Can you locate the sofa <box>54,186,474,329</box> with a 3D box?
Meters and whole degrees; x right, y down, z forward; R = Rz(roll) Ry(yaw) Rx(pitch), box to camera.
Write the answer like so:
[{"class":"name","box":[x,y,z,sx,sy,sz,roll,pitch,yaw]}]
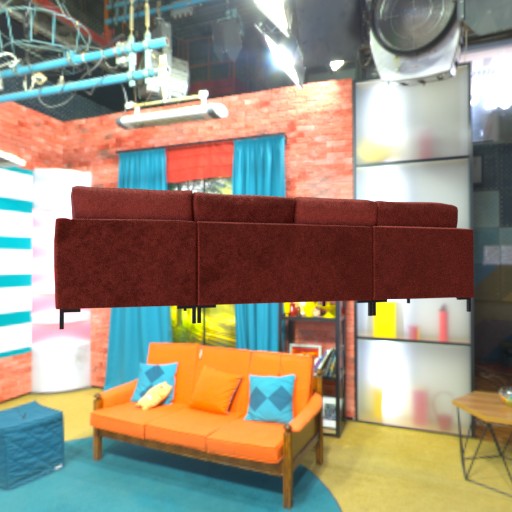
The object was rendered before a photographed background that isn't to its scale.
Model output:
[{"class":"sofa","box":[0.000,0.000,4.356,3.434,0.992,2.055,0,-1,-18]}]
